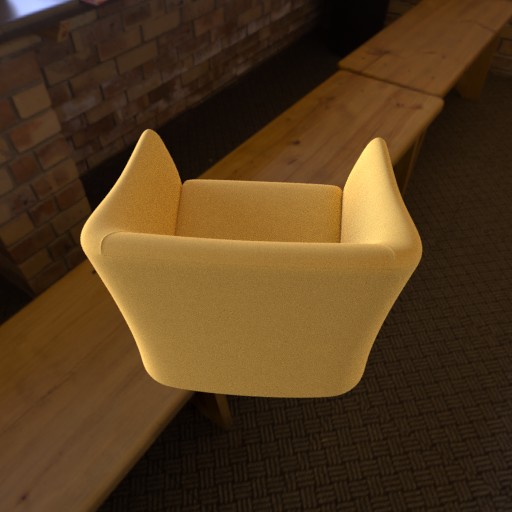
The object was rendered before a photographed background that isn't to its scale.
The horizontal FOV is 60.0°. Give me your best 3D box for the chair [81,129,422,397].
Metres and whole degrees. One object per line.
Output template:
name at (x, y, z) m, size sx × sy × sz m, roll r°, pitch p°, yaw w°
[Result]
chair at (0.000, 0.000, 1.363) m, size 0.790 × 0.720 × 0.700 m, roll 3°, pitch 48°, yaw 3°
